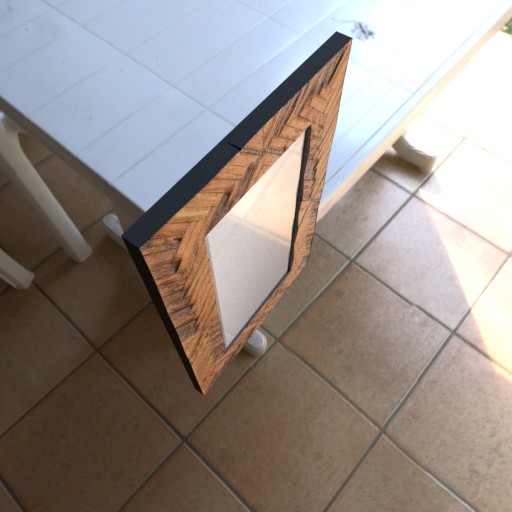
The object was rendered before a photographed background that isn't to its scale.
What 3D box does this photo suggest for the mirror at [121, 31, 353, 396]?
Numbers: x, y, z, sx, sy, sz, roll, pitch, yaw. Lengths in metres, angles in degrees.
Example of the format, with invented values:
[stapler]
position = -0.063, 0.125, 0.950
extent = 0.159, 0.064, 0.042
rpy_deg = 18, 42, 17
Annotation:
[mirror]
position = 0.000, 0.000, 1.155
extent = 0.044, 0.912, 0.606
rpy_deg = 32, 65, 17
